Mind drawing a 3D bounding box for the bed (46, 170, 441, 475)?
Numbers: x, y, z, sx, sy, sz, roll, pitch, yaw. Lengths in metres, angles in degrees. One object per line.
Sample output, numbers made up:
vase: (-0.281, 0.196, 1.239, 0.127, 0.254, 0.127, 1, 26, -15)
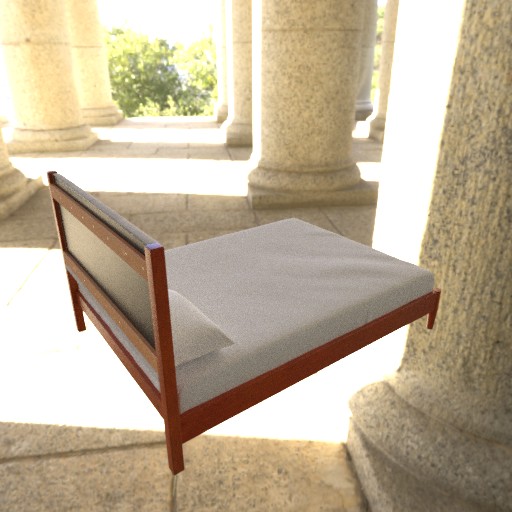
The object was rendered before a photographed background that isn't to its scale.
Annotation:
bed: (0.000, 0.000, 3.008, 2.117, 1.165, 1.566, -17, 29, -33)
